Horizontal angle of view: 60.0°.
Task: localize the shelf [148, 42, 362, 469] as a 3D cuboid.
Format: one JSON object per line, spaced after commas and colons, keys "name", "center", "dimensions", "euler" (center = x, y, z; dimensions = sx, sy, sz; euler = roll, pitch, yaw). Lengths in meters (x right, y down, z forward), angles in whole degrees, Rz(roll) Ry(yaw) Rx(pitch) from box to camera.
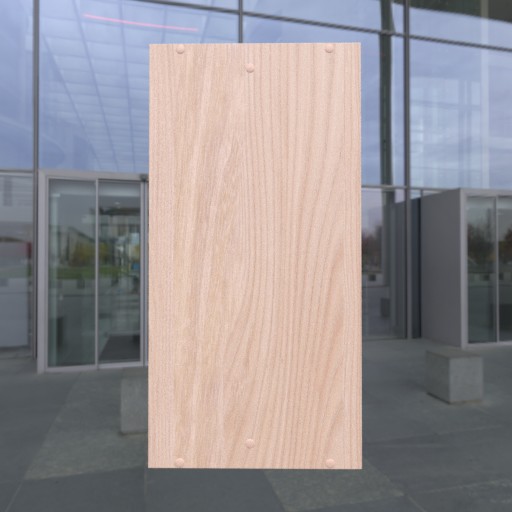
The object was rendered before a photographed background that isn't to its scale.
{"name": "shelf", "center": [0.000, 0.000, 0.762], "dimensions": [0.297, 0.594, 0.290], "euler": [0, -1, 1]}
